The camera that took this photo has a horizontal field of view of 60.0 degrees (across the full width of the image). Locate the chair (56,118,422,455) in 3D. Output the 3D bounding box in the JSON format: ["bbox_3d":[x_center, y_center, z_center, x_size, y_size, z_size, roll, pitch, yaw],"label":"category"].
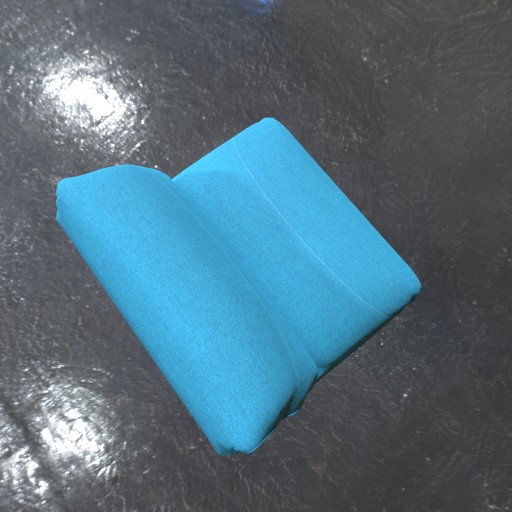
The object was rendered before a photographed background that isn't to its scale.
[{"bbox_3d":[0.000,0.000,1.338,0.780,0.580,0.820,-37,78,-9],"label":"chair"}]
